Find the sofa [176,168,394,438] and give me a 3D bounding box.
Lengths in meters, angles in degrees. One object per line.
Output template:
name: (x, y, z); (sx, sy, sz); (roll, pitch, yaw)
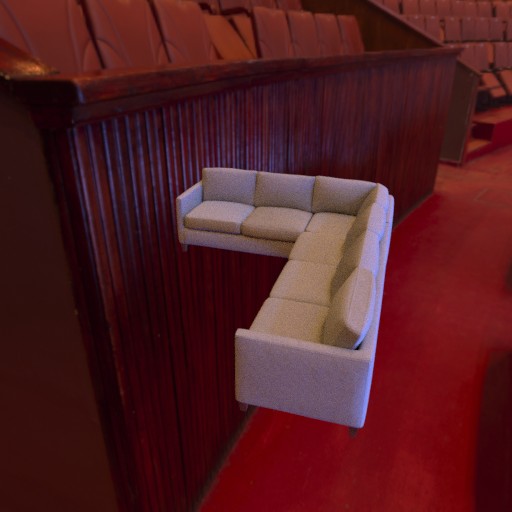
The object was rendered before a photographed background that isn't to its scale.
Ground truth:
sofa: (0.000, 0.000, 4.550); (2.592, 0.947, 3.301); (8, 28, 16)
